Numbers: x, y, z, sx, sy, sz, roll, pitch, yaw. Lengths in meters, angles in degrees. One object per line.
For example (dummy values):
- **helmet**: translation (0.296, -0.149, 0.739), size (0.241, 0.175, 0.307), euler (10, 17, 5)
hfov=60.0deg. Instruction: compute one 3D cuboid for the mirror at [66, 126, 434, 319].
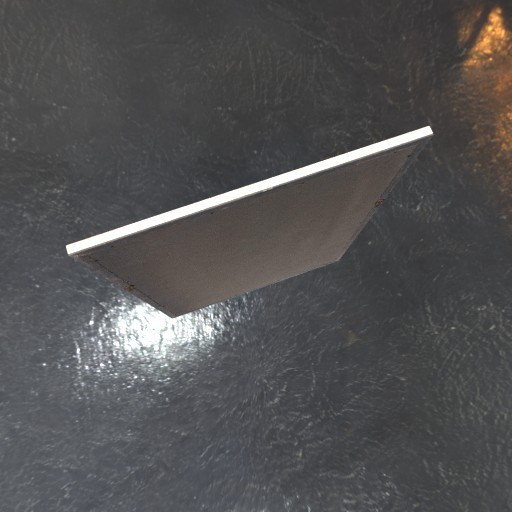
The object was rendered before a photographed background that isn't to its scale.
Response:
- **mirror**: translation (0.000, 0.000, 1.290), size (0.705, 0.996, 0.025), euler (-19, 76, -5)
